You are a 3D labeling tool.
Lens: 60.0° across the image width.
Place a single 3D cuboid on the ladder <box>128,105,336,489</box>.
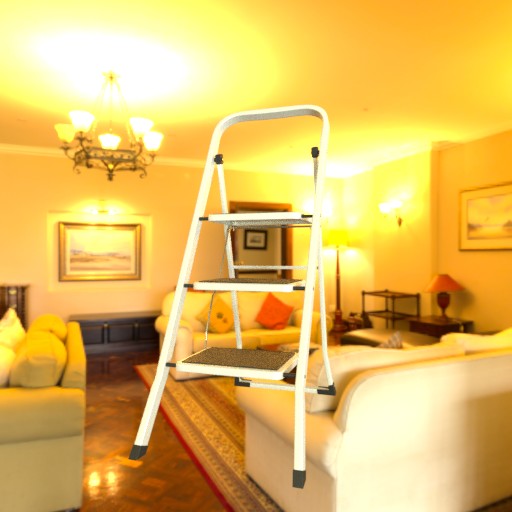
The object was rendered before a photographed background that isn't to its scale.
[{"bbox_3d":[0.000,0.000,1.408,0.460,1.050,0.711,0,0,18],"label":"ladder"}]
